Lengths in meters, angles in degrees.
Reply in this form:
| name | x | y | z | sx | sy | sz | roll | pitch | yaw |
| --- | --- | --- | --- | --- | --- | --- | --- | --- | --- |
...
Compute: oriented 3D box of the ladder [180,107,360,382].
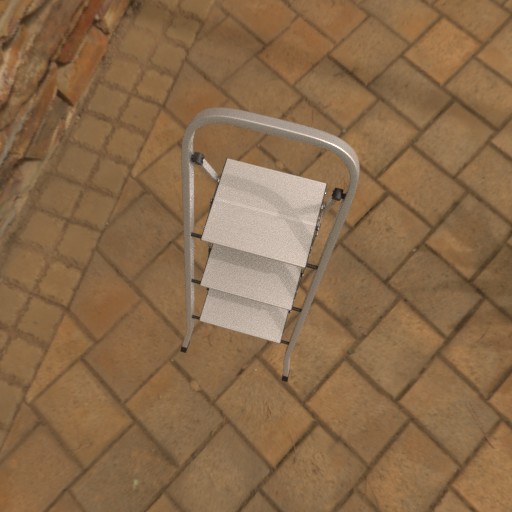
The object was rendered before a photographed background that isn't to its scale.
| name | x | y | z | sx | sy | sz | roll | pitch | yaw |
| --- | --- | --- | --- | --- | --- | --- | --- | --- | --- |
| ladder | 0.000 | 0.000 | 1.412 | 0.465 | 1.070 | 0.704 | 15 | 76 | 4 |
